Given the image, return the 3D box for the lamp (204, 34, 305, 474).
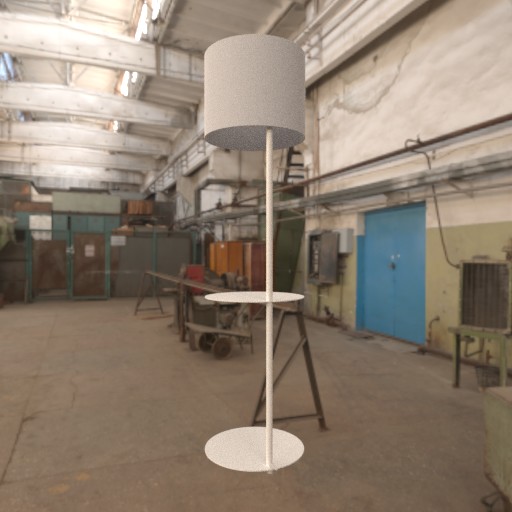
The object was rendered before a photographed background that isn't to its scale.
[{"bbox_3d":[0.000,0.000,1.639,0.372,1.465,0.405,0,1,-19],"label":"lamp"}]
